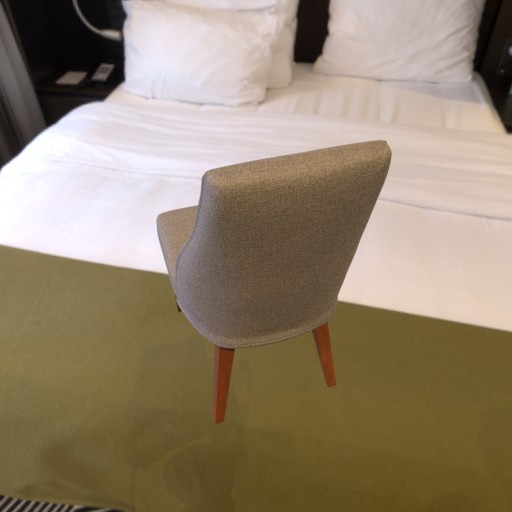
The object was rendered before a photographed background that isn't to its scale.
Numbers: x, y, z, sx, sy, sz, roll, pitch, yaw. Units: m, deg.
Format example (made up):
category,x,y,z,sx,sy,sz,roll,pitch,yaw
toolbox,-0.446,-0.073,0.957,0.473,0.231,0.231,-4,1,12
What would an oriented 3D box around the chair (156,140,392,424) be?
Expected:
category,x,y,z,sx,sy,sz,roll,pitch,yaw
chair,0.000,0.000,1.300,0.500,0.930,0.620,-13,43,-14
